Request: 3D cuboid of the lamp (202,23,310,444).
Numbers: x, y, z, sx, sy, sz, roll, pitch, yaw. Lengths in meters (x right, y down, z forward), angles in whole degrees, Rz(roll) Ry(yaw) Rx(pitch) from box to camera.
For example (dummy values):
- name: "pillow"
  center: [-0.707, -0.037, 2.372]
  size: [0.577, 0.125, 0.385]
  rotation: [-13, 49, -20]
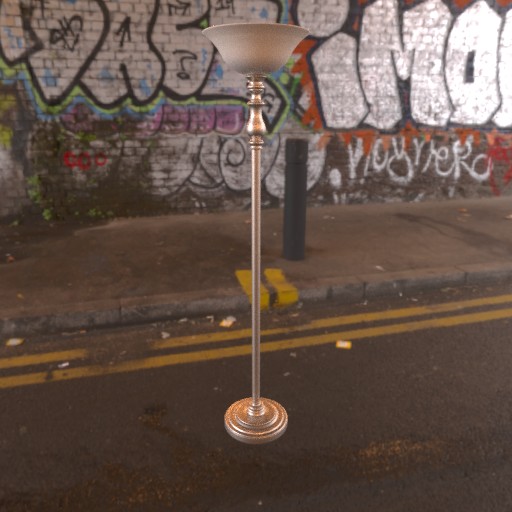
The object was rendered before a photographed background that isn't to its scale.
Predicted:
- name: "lamp"
  center: [0.000, 0.000, 1.947]
  size: [0.405, 1.771, 0.405]
  rotation: [8, 20, 24]
